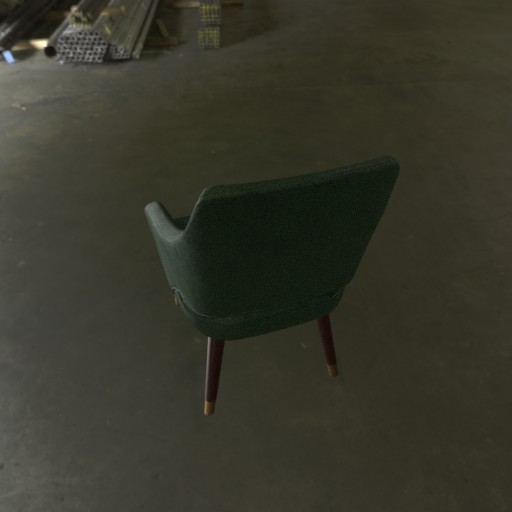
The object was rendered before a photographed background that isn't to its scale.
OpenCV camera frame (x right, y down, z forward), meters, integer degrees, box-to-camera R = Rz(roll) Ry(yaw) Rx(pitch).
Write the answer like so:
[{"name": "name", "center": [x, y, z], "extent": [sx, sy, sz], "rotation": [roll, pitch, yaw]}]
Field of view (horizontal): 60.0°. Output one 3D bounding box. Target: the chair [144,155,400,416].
[{"name": "chair", "center": [0.000, 0.000, 1.584], "extent": [0.683, 1.081, 0.794], "rotation": [-13, 43, -14]}]
